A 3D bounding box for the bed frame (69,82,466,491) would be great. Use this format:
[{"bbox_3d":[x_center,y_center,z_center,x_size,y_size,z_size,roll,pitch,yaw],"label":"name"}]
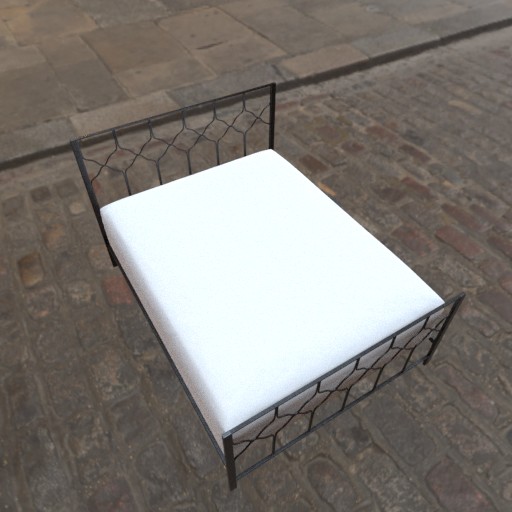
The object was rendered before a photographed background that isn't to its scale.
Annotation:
[{"bbox_3d":[0.000,0.000,3.011,1.597,1.222,2.063,-24,51,-21],"label":"bed frame"}]
